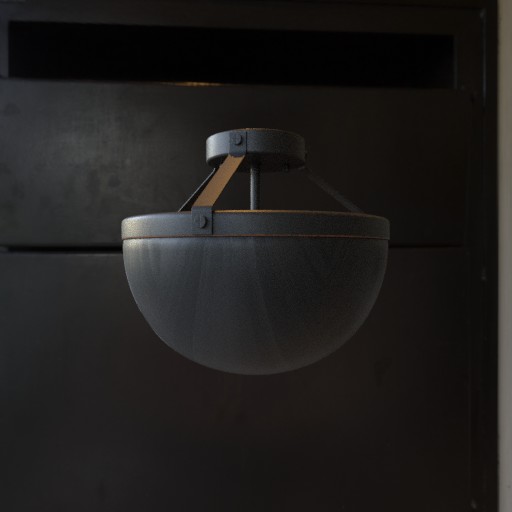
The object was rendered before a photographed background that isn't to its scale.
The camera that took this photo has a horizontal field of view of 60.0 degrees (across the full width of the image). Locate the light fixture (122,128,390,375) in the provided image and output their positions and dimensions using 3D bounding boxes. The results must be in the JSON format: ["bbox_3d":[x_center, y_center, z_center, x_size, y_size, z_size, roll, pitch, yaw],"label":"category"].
[{"bbox_3d":[0.000,0.000,0.524,0.304,0.269,0.304,0,0,0],"label":"light fixture"}]
